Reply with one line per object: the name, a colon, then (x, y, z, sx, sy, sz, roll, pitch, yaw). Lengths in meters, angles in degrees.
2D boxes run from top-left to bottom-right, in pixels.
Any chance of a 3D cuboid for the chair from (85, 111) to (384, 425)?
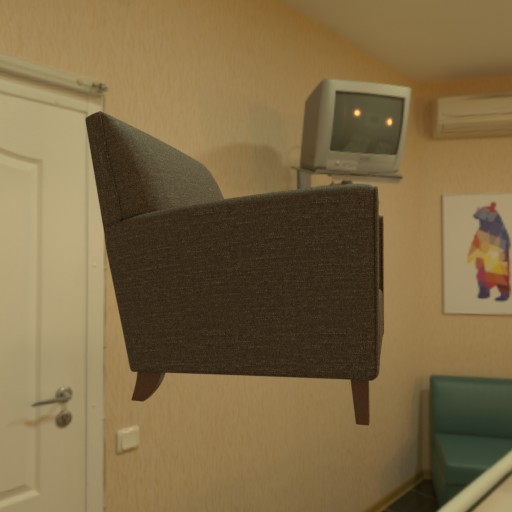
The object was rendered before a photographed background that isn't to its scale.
chair: (0.000, 0.000, 1.598, 0.875, 0.885, 0.838, 0, -1, 17)
